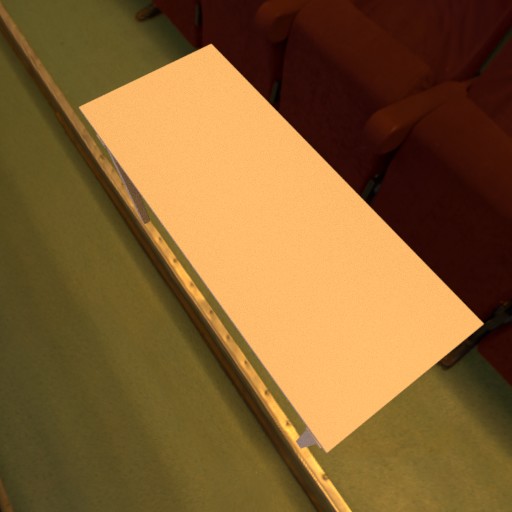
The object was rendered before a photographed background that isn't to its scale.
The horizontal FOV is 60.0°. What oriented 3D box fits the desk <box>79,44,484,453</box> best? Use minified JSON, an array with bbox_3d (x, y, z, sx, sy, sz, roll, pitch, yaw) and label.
[{"bbox_3d":[0.000,0.000,1.737,0.559,0.774,1.372,-33,68,-15],"label":"desk"}]
